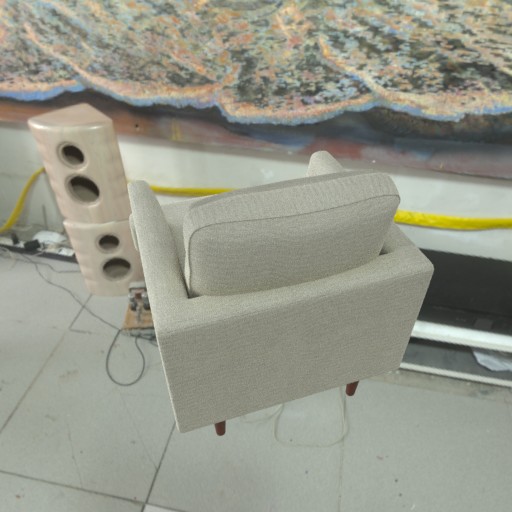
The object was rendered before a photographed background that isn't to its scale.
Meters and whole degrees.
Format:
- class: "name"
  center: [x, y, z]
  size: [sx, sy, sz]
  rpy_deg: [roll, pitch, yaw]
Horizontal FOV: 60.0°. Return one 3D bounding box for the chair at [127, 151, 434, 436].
- class: "chair"
  center: [0.000, 0.000, 1.652]
  size: [0.858, 0.957, 0.899]
  rpy_deg: [-12, 43, -13]
